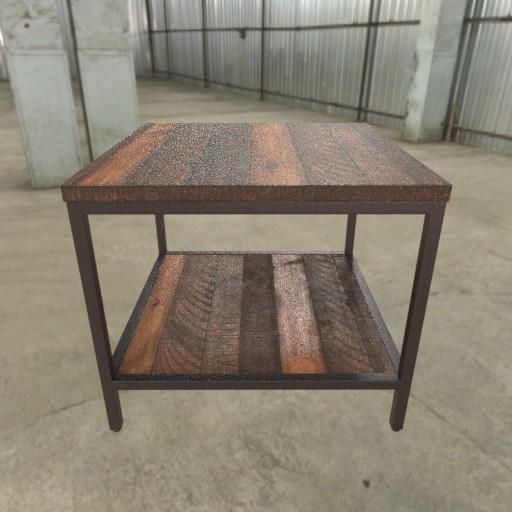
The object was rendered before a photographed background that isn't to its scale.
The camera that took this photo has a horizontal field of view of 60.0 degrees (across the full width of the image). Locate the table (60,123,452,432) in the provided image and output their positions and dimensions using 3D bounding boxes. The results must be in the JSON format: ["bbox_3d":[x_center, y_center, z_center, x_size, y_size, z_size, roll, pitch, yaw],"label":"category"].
[{"bbox_3d":[0.000,0.000,0.973,0.553,0.482,0.548,0,25,0],"label":"table"}]
